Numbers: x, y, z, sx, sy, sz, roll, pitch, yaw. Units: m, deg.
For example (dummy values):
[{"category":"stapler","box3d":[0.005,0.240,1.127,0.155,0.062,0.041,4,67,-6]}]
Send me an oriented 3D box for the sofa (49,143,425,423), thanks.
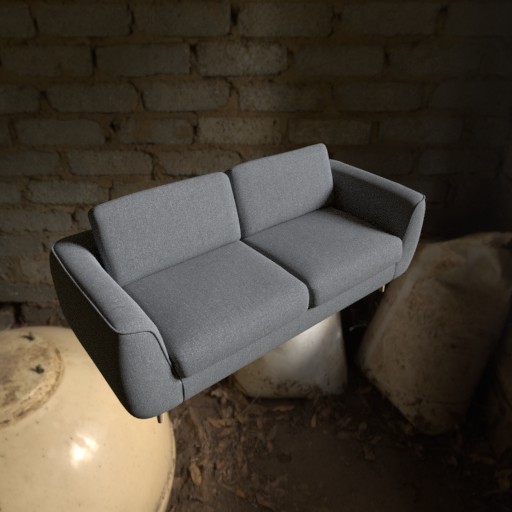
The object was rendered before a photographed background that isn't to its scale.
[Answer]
[{"category":"sofa","box3d":[0.000,0.000,2.481,2.000,0.870,0.920,-23,39,-32]}]
